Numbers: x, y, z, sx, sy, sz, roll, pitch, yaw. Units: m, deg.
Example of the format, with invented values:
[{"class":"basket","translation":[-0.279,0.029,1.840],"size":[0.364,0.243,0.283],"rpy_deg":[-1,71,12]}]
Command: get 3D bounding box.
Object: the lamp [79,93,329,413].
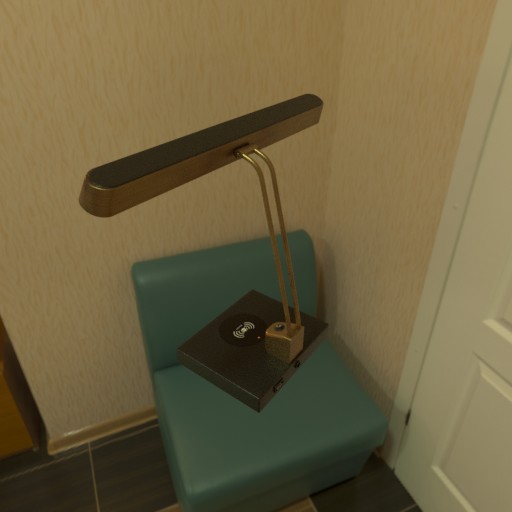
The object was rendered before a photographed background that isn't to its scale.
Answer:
[{"class":"lamp","translation":[0.000,0.000,0.600],"size":[0.156,0.345,0.412],"rpy_deg":[22,39,31]}]
